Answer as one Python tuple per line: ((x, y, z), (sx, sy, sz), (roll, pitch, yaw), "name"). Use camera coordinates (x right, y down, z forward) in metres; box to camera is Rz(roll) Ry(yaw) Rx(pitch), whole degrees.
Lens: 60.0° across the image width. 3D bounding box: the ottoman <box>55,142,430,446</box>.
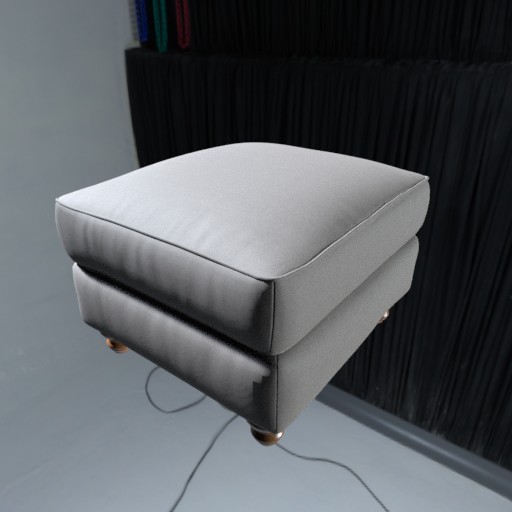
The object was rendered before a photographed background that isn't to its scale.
((0.000, 0.000, 1.151), (0.662, 0.505, 0.721), (19, 33, 33), "ottoman")
